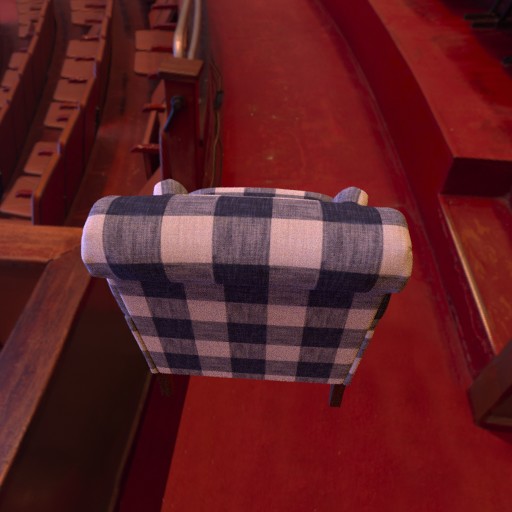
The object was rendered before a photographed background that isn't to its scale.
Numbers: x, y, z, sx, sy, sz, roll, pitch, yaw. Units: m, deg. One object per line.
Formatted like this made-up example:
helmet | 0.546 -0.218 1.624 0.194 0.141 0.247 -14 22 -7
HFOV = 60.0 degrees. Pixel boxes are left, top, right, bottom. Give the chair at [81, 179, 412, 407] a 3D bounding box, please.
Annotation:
chair | 0.000 0.000 1.555 0.781 0.953 0.848 3 47 3
